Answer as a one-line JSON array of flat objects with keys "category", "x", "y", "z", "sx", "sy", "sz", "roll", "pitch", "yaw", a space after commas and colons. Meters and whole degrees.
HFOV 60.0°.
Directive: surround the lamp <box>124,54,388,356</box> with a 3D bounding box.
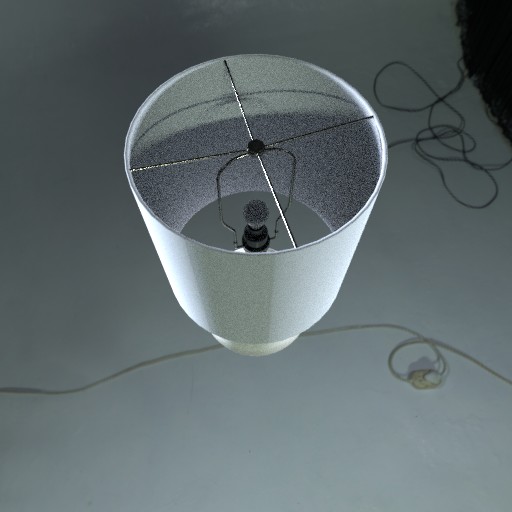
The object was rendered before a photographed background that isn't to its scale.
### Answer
[{"category": "lamp", "x": 0.000, "y": 0.000, "z": 0.545, "sx": 0.217, "sy": 0.404, "sz": 0.217, "roll": -14, "pitch": 63, "yaw": -8}]
